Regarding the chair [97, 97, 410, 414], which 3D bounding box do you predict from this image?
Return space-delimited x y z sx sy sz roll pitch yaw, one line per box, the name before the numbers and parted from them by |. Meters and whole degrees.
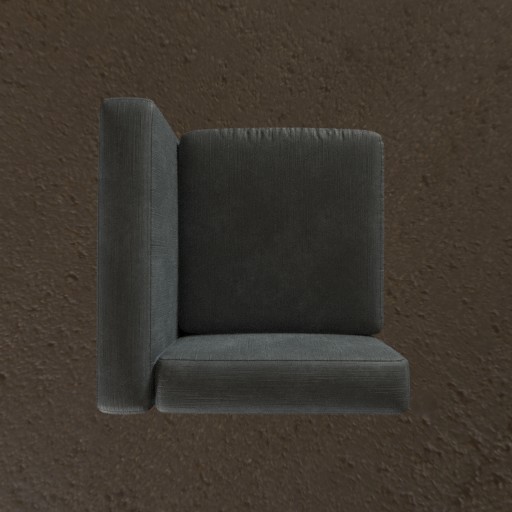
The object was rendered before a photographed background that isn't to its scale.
chair | 0.000 0.000 1.220 0.680 0.660 0.680 0 89 0
